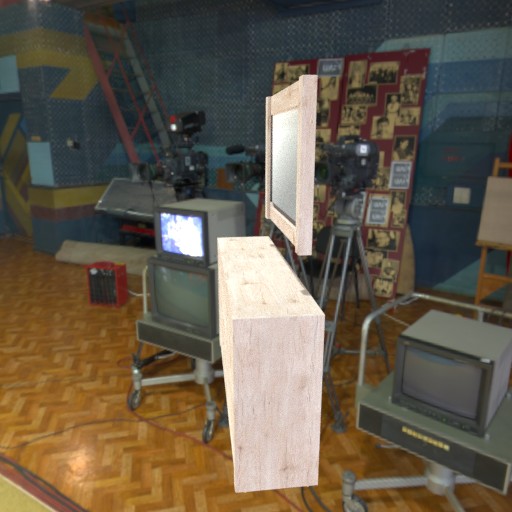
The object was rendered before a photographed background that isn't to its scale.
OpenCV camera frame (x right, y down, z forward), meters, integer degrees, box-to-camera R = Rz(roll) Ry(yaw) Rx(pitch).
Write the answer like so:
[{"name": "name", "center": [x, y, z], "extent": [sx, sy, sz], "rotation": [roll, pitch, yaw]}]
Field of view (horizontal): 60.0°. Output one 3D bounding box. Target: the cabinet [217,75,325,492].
[{"name": "cabinet", "center": [0.000, 0.000, 2.786], "extent": [0.420, 1.981, 1.700], "rotation": [-2, 15, -7]}]
